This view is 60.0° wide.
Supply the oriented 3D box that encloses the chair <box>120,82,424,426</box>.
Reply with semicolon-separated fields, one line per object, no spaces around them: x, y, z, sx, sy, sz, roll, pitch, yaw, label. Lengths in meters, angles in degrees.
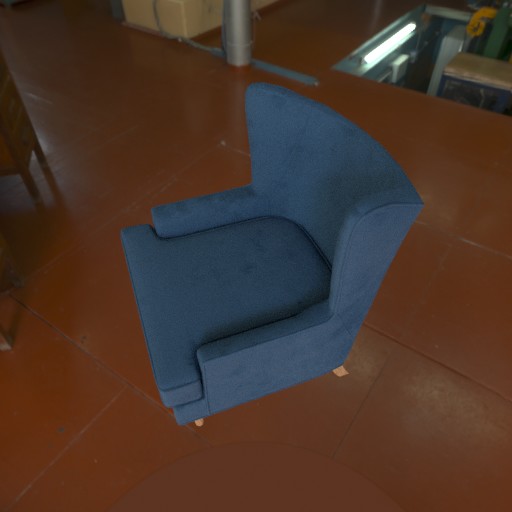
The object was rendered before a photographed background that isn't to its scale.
0.000;0.000;1.639;0.910;0.952;0.793;-15;47;-14;chair
